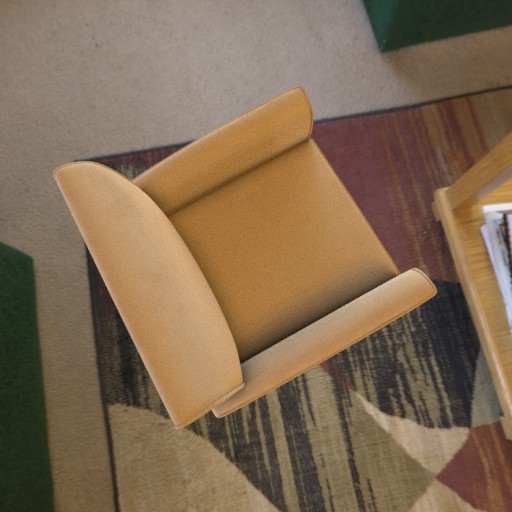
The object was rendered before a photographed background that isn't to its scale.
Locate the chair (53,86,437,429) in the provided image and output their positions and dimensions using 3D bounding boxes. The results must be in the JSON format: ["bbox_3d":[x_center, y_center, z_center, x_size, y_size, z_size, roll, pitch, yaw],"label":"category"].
[{"bbox_3d":[0.000,0.000,1.539,0.821,0.915,0.820,-28,78,-7],"label":"chair"}]
